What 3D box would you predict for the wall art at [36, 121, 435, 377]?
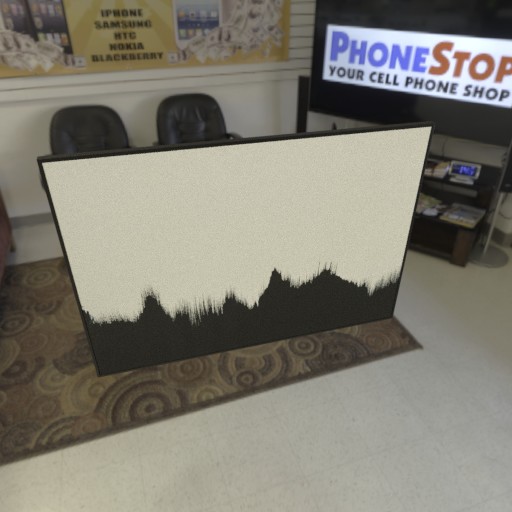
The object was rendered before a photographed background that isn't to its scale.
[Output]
[{"bbox_3d":[0.000,0.000,1.221,0.957,0.660,0.019,-9,34,-13],"label":"wall art"}]
